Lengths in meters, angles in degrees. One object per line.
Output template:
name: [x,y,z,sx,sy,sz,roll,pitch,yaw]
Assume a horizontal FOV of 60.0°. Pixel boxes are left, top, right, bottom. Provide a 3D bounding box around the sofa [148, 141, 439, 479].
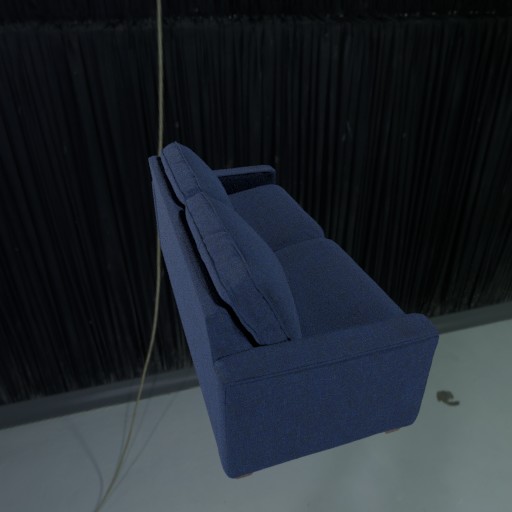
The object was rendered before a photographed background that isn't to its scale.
sofa: [0.000,0.000,2.542,0.940,0.919,2.080,-10,32,-15]
